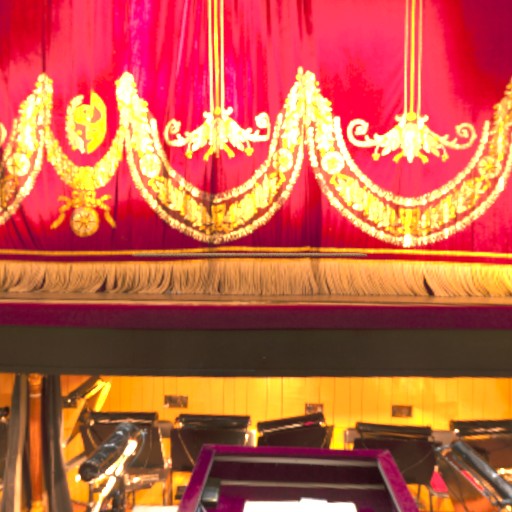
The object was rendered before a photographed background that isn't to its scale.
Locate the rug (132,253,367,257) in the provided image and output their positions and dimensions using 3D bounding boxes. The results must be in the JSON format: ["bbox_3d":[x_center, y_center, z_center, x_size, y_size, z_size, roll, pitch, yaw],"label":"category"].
[{"bbox_3d":[0.000,0.000,2.341,0.662,0.011,2.196,0,0,1],"label":"rug"}]
